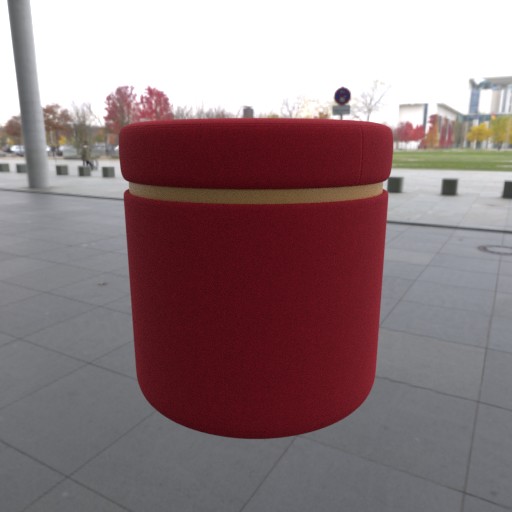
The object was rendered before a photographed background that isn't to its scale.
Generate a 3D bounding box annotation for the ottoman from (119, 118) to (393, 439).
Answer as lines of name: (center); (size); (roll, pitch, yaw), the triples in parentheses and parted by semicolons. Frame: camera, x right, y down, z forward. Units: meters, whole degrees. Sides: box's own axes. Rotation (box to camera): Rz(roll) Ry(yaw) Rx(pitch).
ottoman: (0.000, 0.000, 0.715); (0.400, 0.406, 0.400); (0, 14, 0)
